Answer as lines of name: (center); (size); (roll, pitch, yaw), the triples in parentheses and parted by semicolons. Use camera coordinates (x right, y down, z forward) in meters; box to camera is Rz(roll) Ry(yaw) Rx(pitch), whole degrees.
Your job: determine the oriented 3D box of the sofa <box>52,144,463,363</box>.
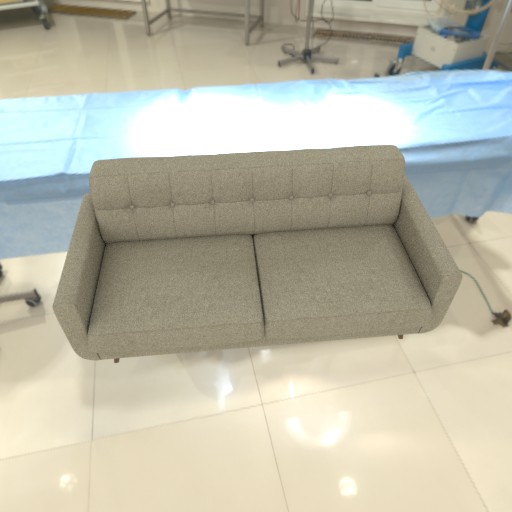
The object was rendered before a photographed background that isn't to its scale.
sofa: (0.000, 0.000, 2.597); (2.055, 0.873, 0.968); (-4, 45, -4)
